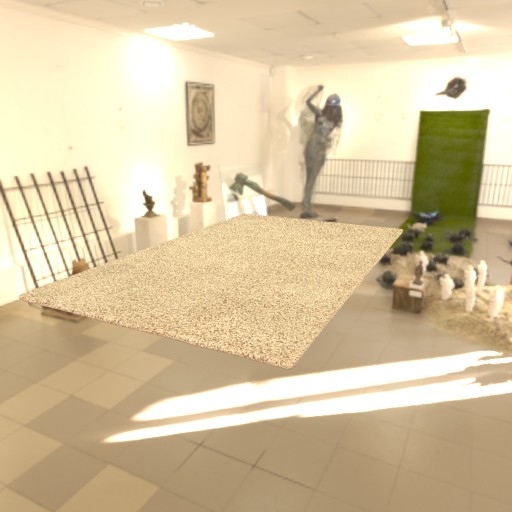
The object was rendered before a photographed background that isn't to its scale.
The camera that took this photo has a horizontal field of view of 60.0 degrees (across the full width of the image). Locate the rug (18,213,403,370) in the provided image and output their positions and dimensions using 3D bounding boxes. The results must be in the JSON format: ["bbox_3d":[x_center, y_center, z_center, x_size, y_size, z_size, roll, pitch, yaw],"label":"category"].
[{"bbox_3d":[0.000,0.000,2.990,1.524,0.030,2.438,8,19,26],"label":"rug"}]
